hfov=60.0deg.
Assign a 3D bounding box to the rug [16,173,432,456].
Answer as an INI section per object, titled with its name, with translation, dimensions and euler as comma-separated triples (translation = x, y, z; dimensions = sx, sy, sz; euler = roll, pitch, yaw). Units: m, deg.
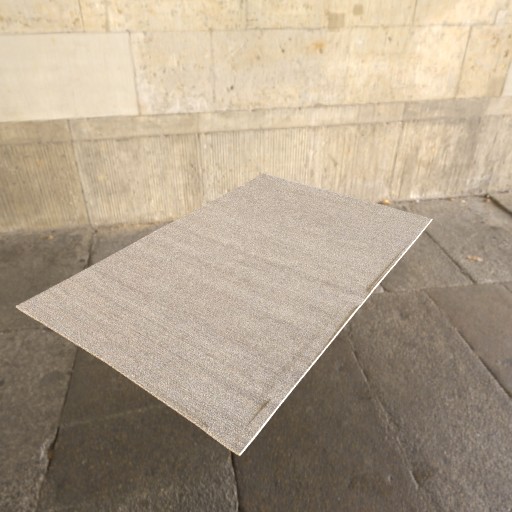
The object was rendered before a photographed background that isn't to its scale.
[rug]
translation = 0.000, 0.000, 2.191
dimensions = 1.179, 0.022, 1.820
euler = 21, 38, 30
